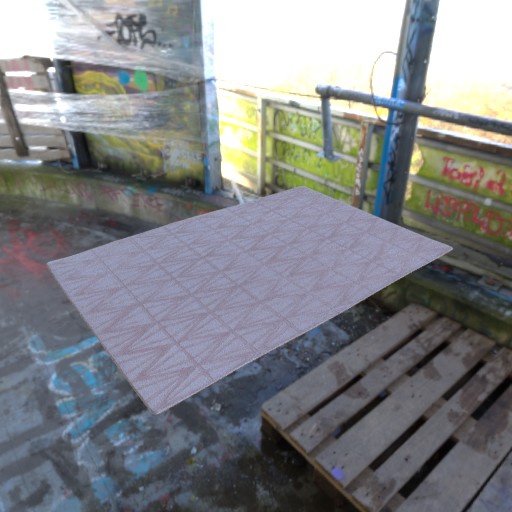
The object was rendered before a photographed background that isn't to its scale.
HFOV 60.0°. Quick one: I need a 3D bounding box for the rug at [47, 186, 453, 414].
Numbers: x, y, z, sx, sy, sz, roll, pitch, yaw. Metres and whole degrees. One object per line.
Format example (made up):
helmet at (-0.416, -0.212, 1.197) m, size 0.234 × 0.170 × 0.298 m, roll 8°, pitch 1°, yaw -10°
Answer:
rug at (0.000, 0.000, 2.384) m, size 1.837 × 0.025 × 1.230 m, roll -22°, pitch 37°, yaw -32°
